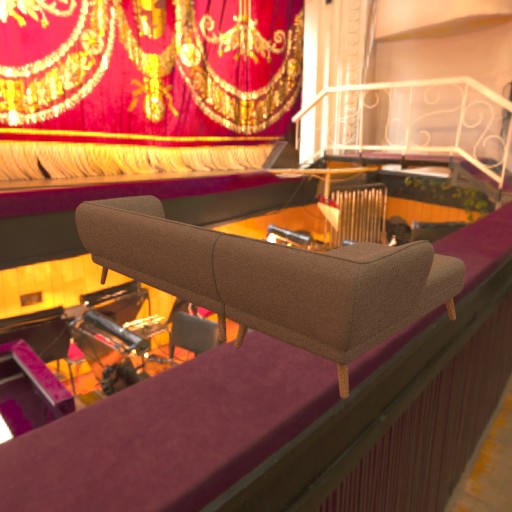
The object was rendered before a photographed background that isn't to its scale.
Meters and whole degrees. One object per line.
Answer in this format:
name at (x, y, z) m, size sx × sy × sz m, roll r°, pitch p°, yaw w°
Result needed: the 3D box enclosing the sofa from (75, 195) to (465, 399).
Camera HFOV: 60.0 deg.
sofa at (0.000, 0.000, 3.271) m, size 2.653 × 0.693 × 1.532 m, roll 14°, pitch 21°, yaw 43°
